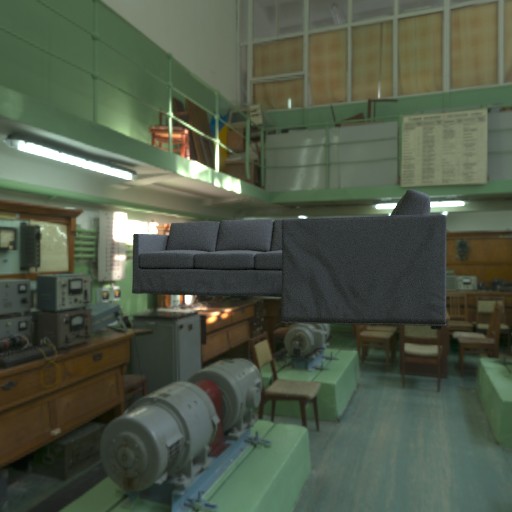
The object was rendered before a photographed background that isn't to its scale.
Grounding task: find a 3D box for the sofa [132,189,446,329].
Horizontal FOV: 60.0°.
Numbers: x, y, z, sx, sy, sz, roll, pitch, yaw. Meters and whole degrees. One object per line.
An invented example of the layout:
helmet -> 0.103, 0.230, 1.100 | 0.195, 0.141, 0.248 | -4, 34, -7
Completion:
sofa -> 0.000, 0.000, 4.246 | 3.182, 0.871, 2.432 | 0, 0, 19
